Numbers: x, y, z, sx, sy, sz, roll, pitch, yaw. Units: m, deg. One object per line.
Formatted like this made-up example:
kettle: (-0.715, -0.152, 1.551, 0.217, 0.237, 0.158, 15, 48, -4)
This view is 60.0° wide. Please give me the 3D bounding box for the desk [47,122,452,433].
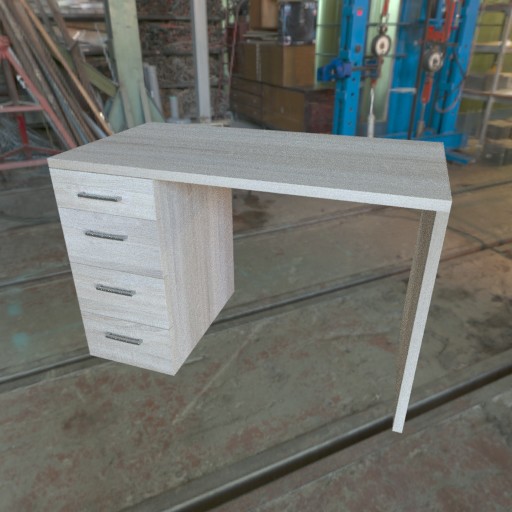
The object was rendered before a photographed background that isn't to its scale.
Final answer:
desk: (0.000, 0.000, 1.535, 1.100, 0.731, 0.600, 9, 29, 17)
